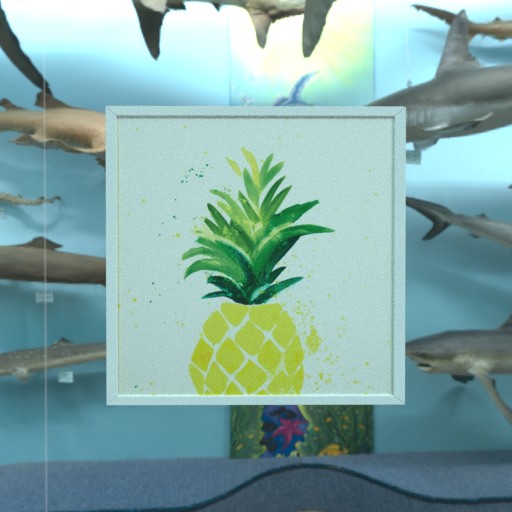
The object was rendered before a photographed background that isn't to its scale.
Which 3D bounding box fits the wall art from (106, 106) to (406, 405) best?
[{"bbox_3d":[0.000,0.000,0.465,0.307,0.307,0.020,0,1,0],"label":"wall art"}]
